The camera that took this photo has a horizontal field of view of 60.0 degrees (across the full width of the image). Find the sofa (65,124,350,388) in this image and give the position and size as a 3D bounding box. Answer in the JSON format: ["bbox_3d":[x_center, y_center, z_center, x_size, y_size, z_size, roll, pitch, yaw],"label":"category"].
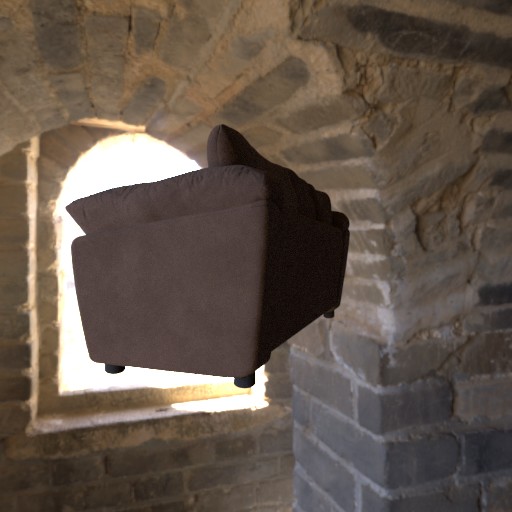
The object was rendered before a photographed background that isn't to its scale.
[{"bbox_3d":[0.000,0.000,2.748,0.878,1.015,2.336,0,1,19],"label":"sofa"}]
